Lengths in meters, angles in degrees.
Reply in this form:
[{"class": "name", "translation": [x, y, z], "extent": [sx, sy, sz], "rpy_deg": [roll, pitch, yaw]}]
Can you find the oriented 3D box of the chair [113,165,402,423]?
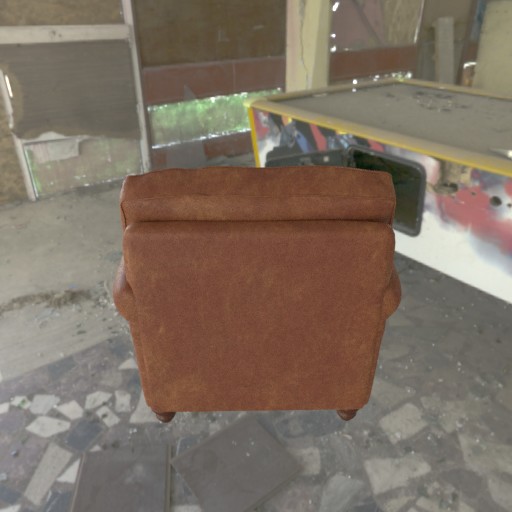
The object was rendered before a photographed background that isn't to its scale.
[{"class": "chair", "translation": [0.000, 0.000, 1.833], "extent": [0.983, 0.962, 0.986], "rpy_deg": [0, 30, -1]}]
